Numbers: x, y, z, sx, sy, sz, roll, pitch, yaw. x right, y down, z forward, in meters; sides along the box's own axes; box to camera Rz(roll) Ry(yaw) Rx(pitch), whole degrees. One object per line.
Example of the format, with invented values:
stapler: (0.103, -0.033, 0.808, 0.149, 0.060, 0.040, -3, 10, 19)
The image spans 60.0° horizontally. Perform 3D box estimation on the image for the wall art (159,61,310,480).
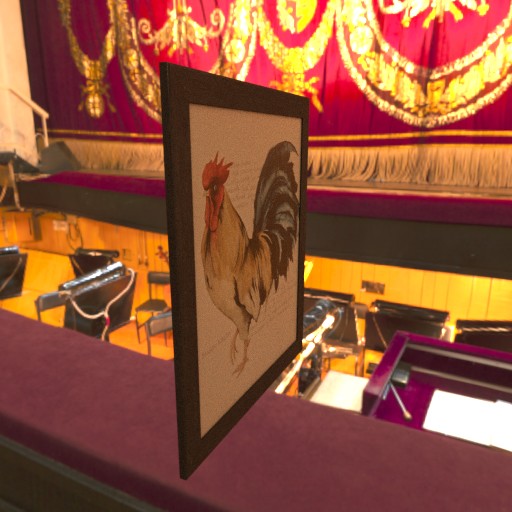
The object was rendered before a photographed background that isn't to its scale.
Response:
wall art: (0.000, 0.000, 0.787, 0.013, 0.570, 0.476, 7, 16, 26)
